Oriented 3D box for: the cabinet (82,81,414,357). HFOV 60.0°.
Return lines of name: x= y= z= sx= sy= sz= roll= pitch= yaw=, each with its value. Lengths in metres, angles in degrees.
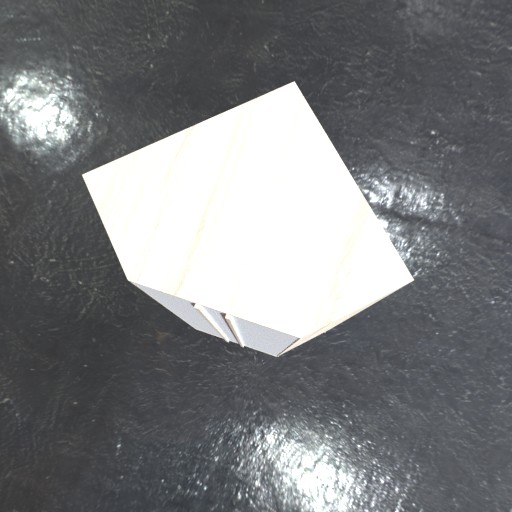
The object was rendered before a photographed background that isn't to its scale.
cabinet: x=0.000 y=0.000 z=2.591 sx=1.272 sy=1.957 sz=0.969 roll=18 pitch=76 yaw=5
